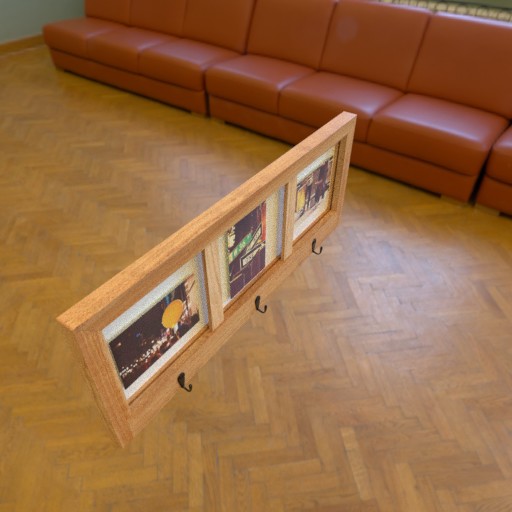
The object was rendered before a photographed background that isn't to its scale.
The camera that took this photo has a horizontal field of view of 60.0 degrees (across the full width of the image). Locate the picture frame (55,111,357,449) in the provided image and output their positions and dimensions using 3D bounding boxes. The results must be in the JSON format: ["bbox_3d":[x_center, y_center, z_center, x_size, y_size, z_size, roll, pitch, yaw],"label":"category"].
[{"bbox_3d":[0.000,0.000,0.661,0.045,0.234,0.582,26,47,26],"label":"picture frame"}]
